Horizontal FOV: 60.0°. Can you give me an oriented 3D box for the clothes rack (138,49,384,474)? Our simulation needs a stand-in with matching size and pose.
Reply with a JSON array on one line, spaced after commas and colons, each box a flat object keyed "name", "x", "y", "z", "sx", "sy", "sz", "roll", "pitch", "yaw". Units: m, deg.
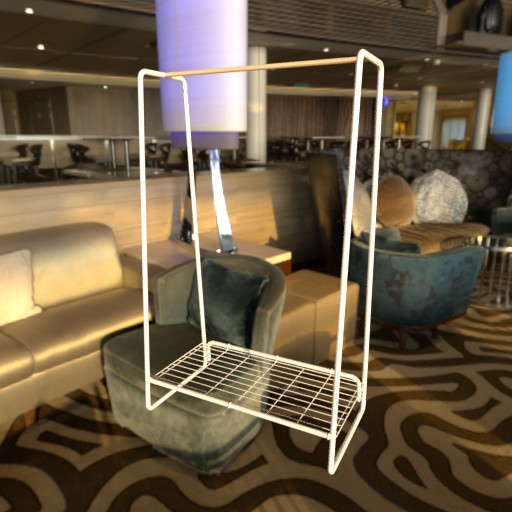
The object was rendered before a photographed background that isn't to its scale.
[{"name": "clothes rack", "x": 0.000, "y": 0.000, "z": 1.876, "sx": 0.900, "sy": 1.500, "sz": 0.495, "roll": 8, "pitch": 17, "yaw": 27}]
